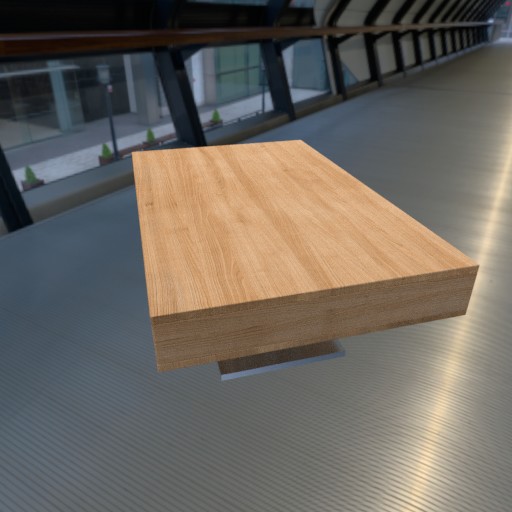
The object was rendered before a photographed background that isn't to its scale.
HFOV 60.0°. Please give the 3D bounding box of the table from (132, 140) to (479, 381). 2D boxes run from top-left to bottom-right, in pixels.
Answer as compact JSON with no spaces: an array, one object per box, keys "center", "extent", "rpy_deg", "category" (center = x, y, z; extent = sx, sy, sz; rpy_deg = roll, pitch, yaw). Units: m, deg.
[{"center":[0.000,0.000,1.446],"extent":[0.700,0.440,1.100],"rpy_deg":[-8,30,-13],"category":"table"}]
